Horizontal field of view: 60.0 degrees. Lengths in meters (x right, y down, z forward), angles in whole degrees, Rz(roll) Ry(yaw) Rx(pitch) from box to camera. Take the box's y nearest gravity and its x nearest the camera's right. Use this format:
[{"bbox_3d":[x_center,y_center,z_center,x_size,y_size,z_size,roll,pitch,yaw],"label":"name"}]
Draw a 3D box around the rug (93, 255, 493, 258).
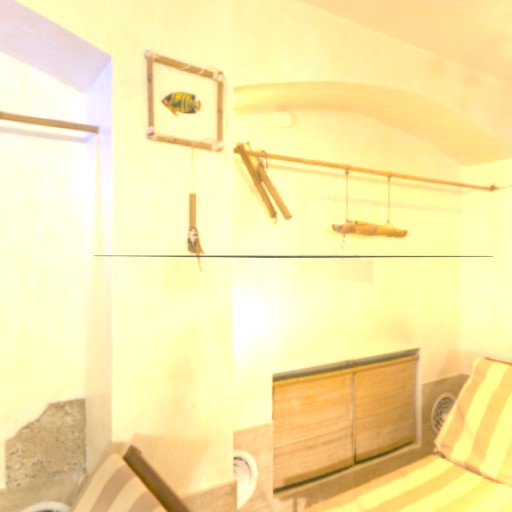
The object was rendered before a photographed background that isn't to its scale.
[{"bbox_3d":[0.000,0.000,3.027,1.525,0.007,2.440,0,0,-35],"label":"rug"}]
